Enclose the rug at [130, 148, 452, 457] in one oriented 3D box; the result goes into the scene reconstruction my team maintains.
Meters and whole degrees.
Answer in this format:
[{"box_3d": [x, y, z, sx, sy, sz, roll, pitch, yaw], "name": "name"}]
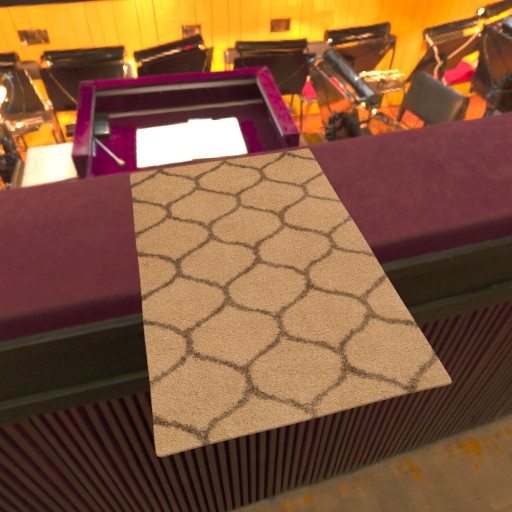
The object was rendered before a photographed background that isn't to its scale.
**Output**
[{"box_3d": [0.000, 0.000, 3.467, 1.801, 0.026, 2.701, -10, 47, -10], "name": "rug"}]
